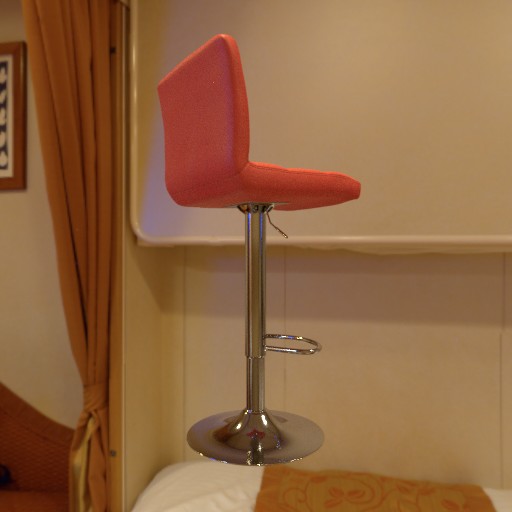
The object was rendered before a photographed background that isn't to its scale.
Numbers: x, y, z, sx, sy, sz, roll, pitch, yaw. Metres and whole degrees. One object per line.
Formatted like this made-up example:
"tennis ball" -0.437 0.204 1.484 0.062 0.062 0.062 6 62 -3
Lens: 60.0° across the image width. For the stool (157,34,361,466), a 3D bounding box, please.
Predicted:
"stool" 0.000 0.000 1.380 0.505 1.115 0.430 0 0 -35
